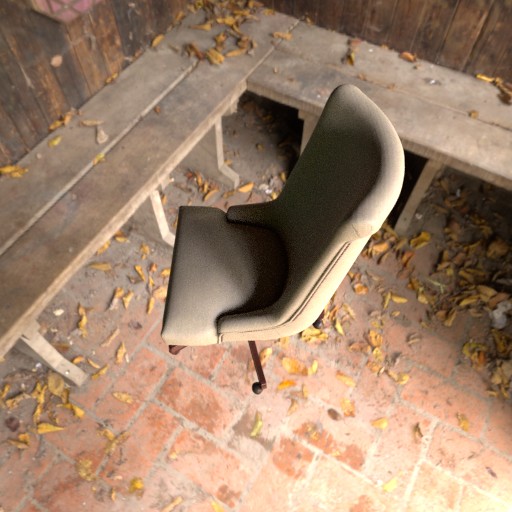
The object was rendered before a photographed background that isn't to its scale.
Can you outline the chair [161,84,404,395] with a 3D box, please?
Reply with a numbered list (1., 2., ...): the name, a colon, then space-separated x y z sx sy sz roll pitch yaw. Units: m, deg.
1. chair: 0.000 0.000 1.456 0.696 1.010 0.645 1 58 1
